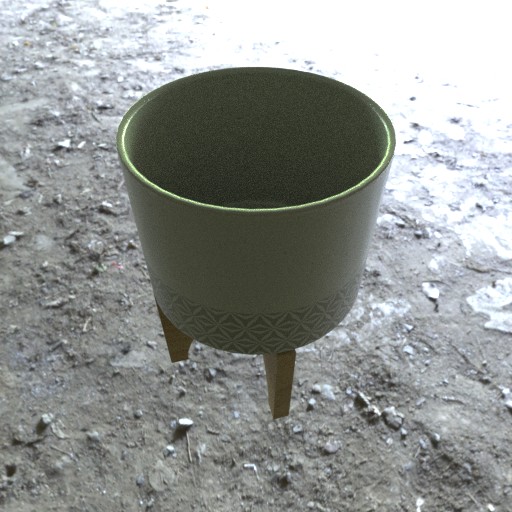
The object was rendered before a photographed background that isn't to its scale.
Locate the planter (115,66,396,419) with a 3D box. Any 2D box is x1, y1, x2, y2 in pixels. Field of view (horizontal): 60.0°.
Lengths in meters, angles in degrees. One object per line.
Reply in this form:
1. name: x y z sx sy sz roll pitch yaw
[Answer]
1. planter: 0.000 0.000 0.396 0.188 0.260 0.188 0 46 0
